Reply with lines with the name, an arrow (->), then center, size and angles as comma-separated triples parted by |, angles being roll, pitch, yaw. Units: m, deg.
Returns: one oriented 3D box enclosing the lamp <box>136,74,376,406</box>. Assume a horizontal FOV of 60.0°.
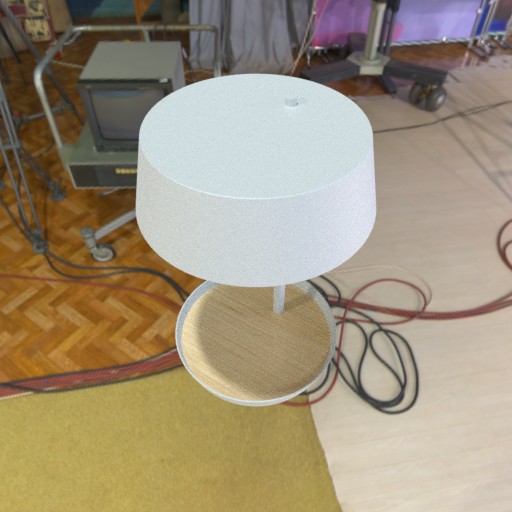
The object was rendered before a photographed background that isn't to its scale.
lamp -> 0.000, 0.000, 0.625 | 0.291, 0.429, 0.291 | 0, 47, 0
